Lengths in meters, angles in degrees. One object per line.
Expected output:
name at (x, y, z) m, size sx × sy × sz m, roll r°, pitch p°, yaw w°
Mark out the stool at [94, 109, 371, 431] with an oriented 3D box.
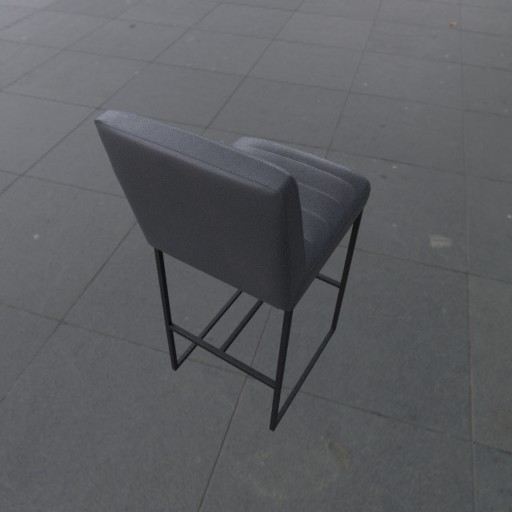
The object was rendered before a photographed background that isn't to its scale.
stool at (0.000, 0.000, 1.329) m, size 0.457 × 1.040 × 0.552 m, roll 24°, pitch 51°, yaw 22°
